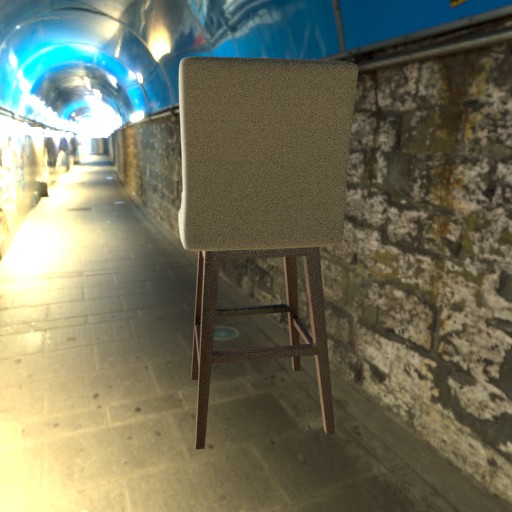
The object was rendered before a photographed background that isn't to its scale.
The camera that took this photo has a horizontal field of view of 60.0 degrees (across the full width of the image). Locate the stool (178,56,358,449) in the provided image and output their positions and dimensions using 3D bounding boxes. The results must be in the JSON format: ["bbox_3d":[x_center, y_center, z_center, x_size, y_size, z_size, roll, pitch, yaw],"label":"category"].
[{"bbox_3d":[0.000,0.000,1.425,0.483,1.093,0.559,-2,14,-9],"label":"stool"}]
